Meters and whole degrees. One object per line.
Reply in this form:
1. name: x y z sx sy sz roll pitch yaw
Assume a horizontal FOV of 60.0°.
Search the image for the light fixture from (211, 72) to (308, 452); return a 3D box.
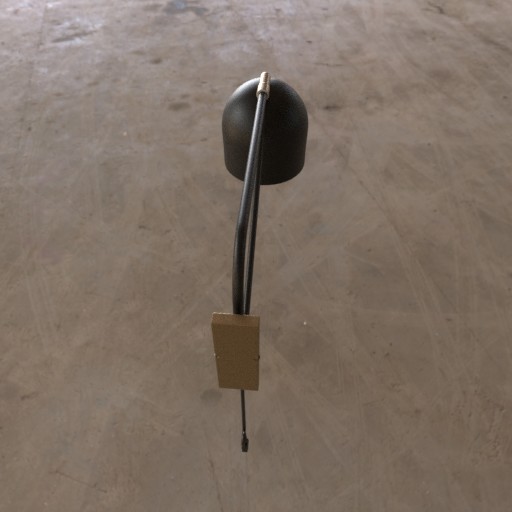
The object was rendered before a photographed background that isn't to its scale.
1. light fixture: 0.000 0.000 1.081 0.215 0.696 0.720 4 46 4
